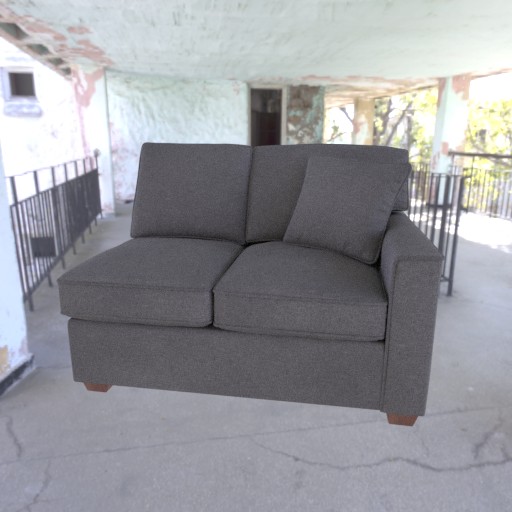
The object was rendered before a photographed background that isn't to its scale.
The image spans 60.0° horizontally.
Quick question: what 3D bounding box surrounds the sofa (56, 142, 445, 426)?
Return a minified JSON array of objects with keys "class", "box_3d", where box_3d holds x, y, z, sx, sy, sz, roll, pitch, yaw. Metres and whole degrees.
[{"class":"sofa","box_3d":[0.000,0.000,1.996,1.388,0.989,0.991,3,15,10]}]
